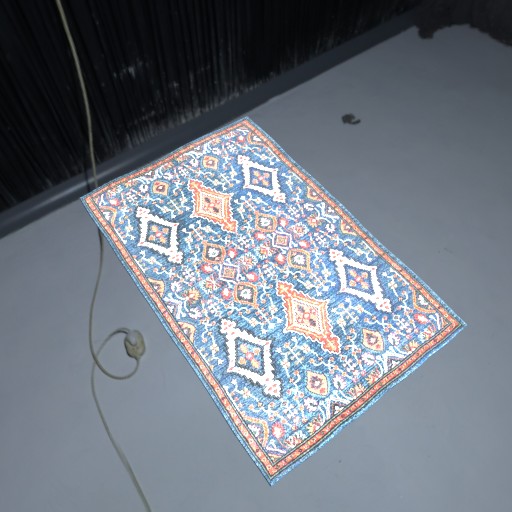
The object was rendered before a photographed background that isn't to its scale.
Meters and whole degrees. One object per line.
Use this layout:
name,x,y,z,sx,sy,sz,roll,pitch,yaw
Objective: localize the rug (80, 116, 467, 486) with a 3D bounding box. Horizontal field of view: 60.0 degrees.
rug,0.000,0.000,2.346,1.195,0.014,1.847,-32,63,-18
